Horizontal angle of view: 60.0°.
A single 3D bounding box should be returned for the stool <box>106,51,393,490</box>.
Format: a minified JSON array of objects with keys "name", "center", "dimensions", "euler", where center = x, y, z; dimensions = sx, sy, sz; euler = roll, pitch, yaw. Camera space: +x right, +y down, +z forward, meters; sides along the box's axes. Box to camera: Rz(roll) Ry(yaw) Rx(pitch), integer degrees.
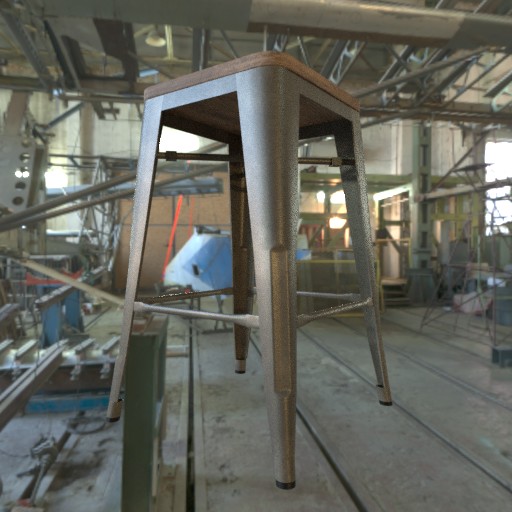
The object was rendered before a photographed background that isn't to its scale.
[{"name":"stool","center":[0.000,0.000,0.859],"dimensions":[0.407,0.607,0.407],"euler":[1,2,36]}]
